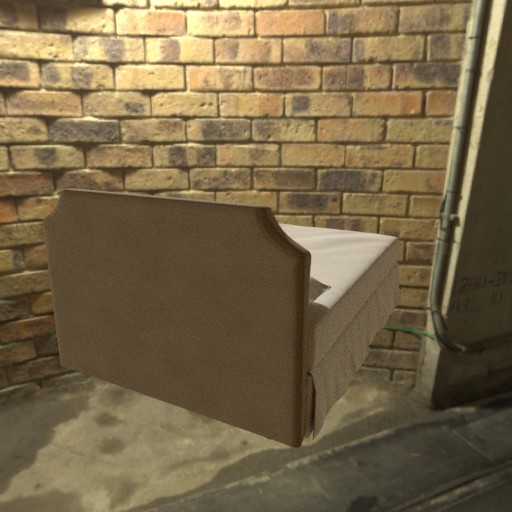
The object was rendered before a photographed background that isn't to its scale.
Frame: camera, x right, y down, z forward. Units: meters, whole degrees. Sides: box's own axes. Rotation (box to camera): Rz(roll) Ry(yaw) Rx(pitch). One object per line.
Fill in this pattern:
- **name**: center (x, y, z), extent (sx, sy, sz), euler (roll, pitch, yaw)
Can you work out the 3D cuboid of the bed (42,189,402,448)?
- **bed**: center (0.000, 0.000, 3.598), extent (1.977, 1.293, 2.498), euler (8, 18, 27)
